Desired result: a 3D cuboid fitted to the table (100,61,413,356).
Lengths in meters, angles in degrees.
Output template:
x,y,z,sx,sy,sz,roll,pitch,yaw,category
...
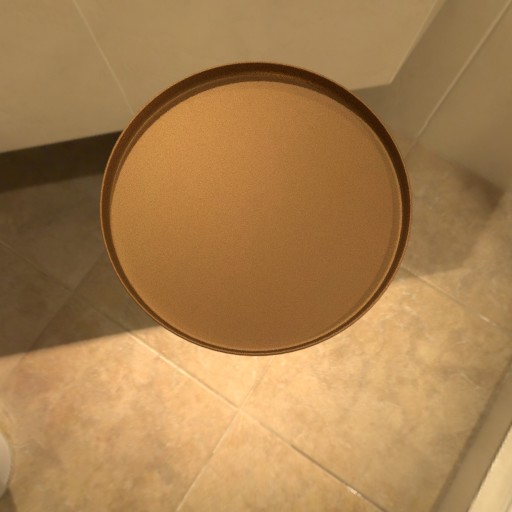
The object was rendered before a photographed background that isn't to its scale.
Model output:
x,y,z,sx,sy,sz,roll,pitch,yaw,category
0.000,0.000,0.657,0.299,0.480,0.299,-3,76,-1,table
